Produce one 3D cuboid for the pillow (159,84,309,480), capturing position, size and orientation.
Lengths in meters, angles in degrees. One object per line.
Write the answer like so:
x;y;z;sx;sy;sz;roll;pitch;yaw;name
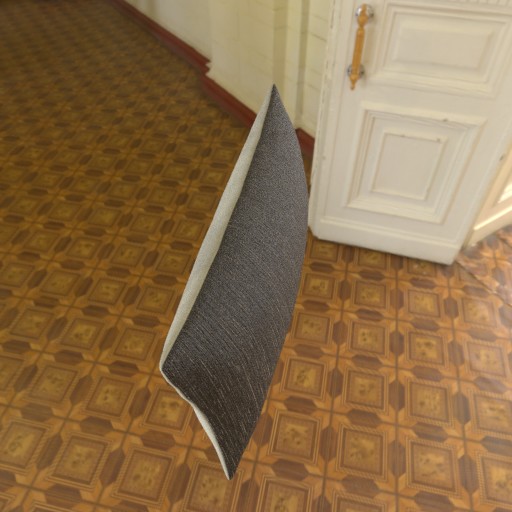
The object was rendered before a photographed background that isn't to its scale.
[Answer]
0.000;0.000;0.733;0.156;0.305;0.608;9;47;8;pillow
